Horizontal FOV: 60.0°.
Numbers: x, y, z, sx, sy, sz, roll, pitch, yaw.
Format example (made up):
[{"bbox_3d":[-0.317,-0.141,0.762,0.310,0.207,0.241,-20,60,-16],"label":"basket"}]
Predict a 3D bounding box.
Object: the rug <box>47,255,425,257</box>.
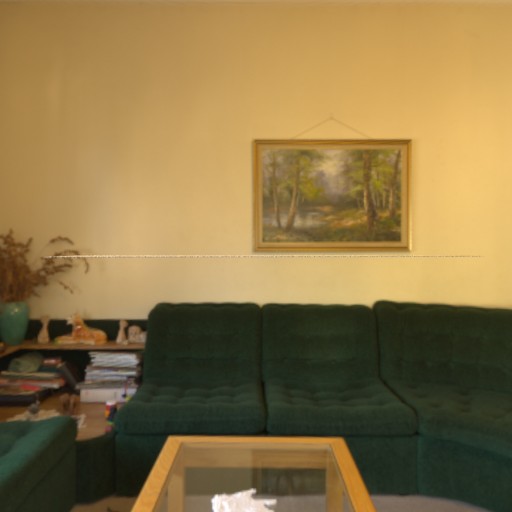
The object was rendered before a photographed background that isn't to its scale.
[{"bbox_3d":[0.000,0.000,3.061,2.453,0.003,1.519,0,0,-17],"label":"rug"}]
